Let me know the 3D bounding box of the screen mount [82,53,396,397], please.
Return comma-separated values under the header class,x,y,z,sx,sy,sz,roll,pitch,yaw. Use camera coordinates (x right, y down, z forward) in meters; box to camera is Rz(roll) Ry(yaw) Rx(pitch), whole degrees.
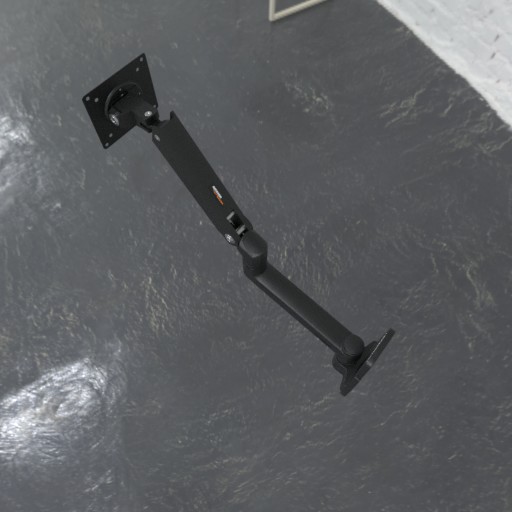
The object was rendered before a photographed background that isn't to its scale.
class,x,y,z,sx,sy,sz,roll,pitch,yaw
screen mount,0.000,0.000,0.733,0.495,0.466,0.115,36,68,17
